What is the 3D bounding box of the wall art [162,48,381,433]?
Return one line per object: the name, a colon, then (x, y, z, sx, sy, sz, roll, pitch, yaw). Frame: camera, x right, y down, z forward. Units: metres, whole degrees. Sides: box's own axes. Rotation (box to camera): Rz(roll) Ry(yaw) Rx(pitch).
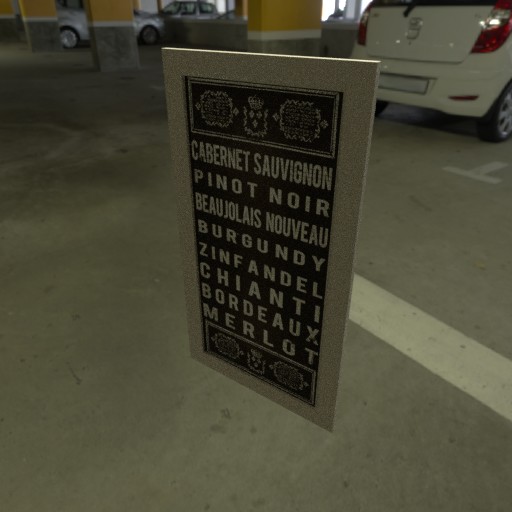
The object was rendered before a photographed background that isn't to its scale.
wall art: (0.000, 0.000, 0.820, 0.380, 0.683, 0.013, 19, 34, 30)
